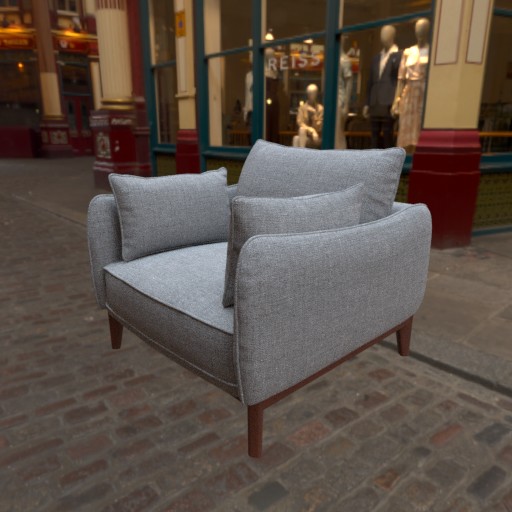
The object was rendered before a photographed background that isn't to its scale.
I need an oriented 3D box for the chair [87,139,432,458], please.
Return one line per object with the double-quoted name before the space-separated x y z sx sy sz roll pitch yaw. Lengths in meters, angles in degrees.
"chair" 0.000 0.000 1.723 0.976 0.839 0.993 -15 23 -41
